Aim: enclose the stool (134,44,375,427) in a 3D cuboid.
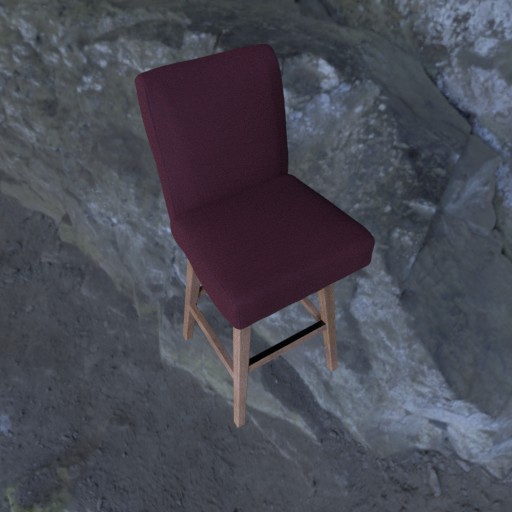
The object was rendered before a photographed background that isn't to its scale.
[{"bbox_3d":[0.000,0.000,1.425,0.468,1.093,0.562,-24,51,-21],"label":"stool"}]
